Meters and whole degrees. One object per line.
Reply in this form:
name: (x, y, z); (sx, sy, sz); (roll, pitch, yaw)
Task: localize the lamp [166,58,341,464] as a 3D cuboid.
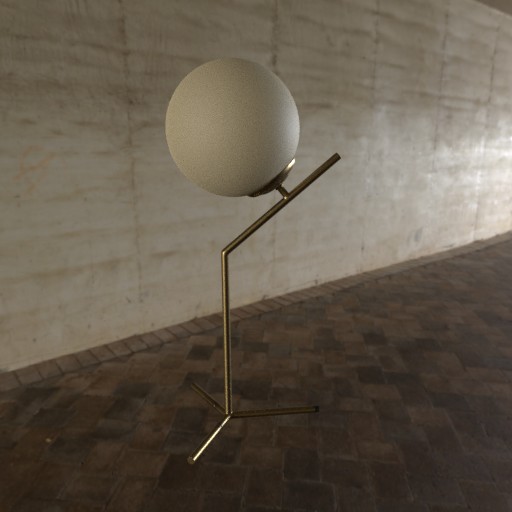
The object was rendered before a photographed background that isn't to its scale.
lamp: (0.000, 0.000, 0.671); (0.251, 0.552, 0.210); (-2, 14, -6)
